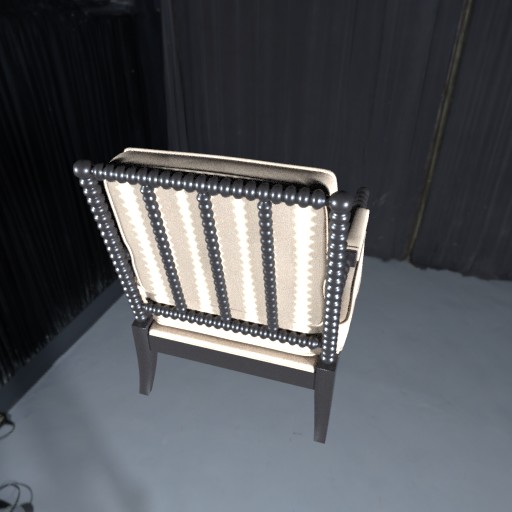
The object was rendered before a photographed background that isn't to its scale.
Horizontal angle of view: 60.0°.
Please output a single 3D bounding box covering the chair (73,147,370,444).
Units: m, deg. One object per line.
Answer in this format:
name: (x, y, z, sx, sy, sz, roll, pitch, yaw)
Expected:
chair: (0.000, 0.000, 1.198, 0.555, 0.703, 0.657, 10, 33, 15)
